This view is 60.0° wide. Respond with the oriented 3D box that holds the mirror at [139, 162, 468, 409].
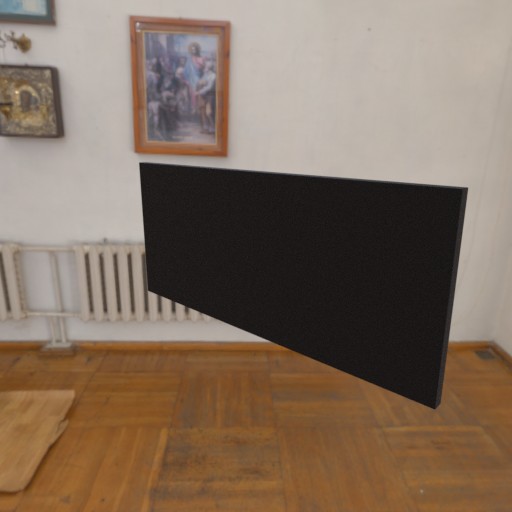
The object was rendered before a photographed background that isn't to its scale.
[{"bbox_3d":[0.000,0.000,1.835,1.584,0.692,0.047,14,21,41],"label":"mirror"}]
